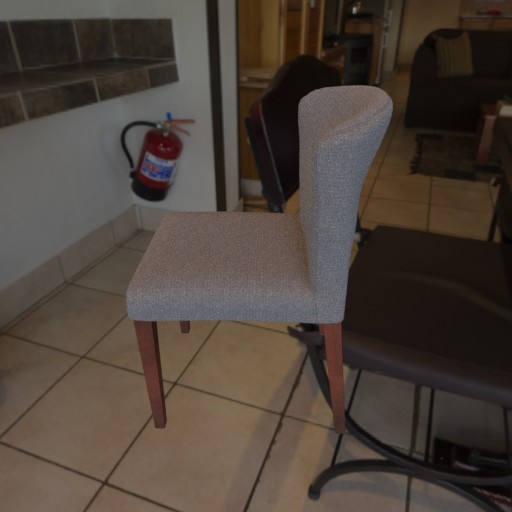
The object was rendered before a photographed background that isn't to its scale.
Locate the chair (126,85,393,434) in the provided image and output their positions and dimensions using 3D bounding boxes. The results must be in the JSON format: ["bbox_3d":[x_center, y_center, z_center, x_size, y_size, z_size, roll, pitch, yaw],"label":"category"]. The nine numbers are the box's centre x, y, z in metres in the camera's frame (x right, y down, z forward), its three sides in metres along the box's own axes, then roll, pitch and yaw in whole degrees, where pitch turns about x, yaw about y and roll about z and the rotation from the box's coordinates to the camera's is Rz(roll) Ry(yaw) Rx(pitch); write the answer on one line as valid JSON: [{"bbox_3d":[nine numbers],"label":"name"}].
[{"bbox_3d":[0.000,0.000,1.182,0.589,0.839,0.491,1,29,1],"label":"chair"}]
